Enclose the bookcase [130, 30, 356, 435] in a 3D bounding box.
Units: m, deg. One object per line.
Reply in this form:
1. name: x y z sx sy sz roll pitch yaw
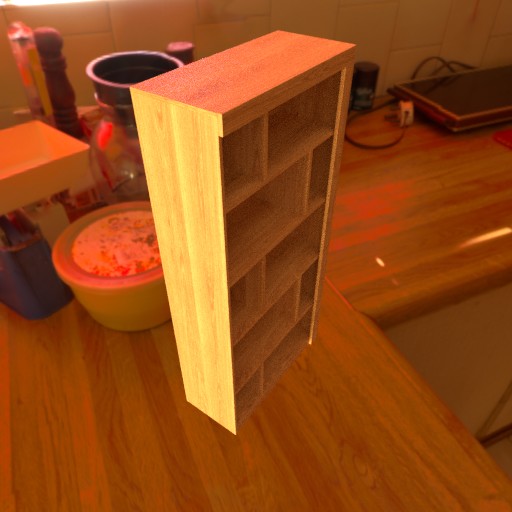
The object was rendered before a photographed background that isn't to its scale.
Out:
1. bookcase: 0.000 0.000 2.424 0.420 2.020 0.950 25 46 27
